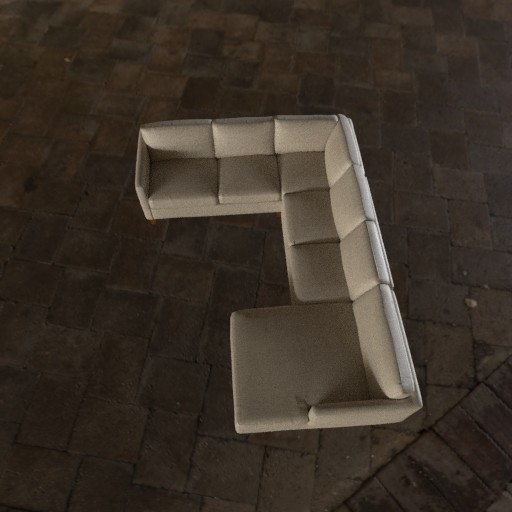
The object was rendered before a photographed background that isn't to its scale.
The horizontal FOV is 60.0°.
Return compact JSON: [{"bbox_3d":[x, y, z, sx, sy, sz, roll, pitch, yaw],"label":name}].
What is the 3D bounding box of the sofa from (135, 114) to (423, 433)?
[{"bbox_3d":[0.000,0.000,4.710,2.594,0.961,3.460,-4,60,-2],"label":"sofa"}]
